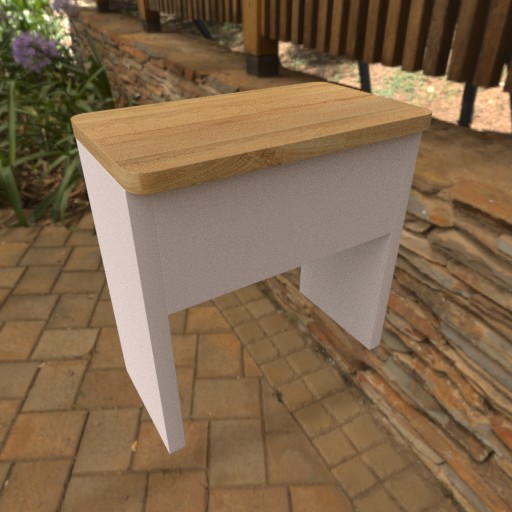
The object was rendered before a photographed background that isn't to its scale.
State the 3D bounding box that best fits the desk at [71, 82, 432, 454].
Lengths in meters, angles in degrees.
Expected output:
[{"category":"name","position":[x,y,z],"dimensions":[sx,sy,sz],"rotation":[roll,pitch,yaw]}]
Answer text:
[{"category":"desk","position":[0.000,0.000,1.251],"dimensions":[0.760,0.790,0.440],"rotation":[-19,37,-27]}]
